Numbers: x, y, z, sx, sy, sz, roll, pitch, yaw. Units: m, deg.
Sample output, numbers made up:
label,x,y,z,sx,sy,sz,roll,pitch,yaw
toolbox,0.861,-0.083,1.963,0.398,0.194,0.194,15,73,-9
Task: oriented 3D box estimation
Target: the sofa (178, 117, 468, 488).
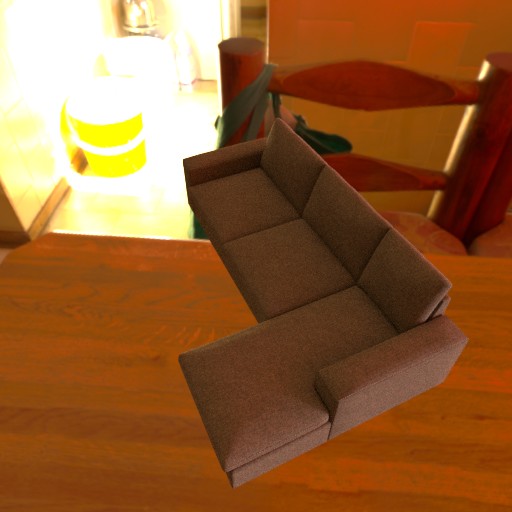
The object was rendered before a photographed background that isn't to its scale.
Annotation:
label,x,y,z,sx,sy,sz,roll,pitch,yaw
sofa,0.000,0.000,3.485,1.689,0.940,2.718,-19,49,-18
